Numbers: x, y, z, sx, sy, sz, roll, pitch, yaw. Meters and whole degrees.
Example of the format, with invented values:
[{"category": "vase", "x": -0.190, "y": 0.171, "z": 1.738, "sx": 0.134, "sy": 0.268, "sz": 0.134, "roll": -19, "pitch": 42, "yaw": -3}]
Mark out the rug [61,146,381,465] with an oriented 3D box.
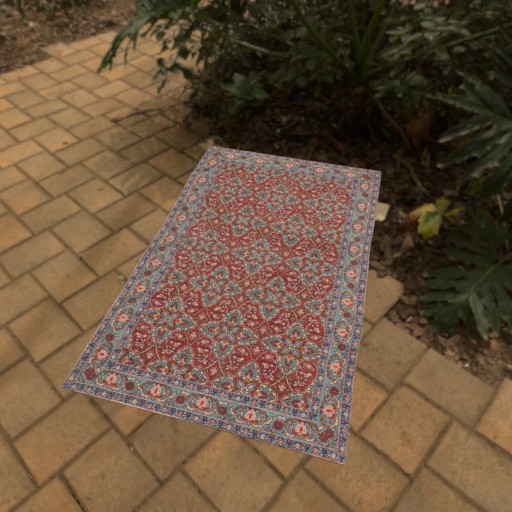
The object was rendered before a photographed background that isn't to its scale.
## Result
[{"category": "rug", "x": 0.000, "y": 0.000, "z": 3.055, "sx": 1.533, "sy": 0.011, "sz": 2.439, "roll": 11, "pitch": 47, "yaw": 10}]
